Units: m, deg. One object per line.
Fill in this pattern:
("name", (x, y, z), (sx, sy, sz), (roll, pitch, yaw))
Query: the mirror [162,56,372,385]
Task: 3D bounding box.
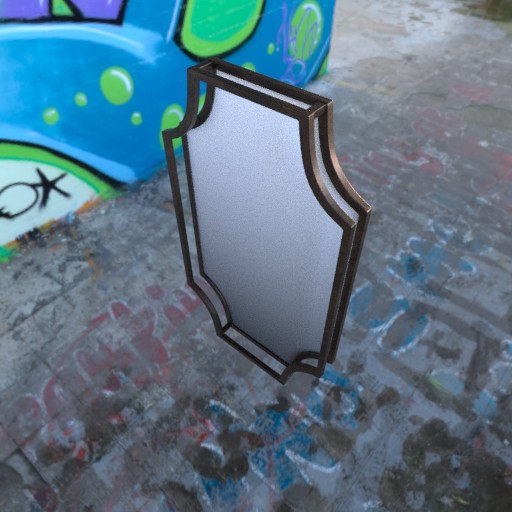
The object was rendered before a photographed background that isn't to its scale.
("mirror", (0.000, 0.000, 1.014), (0.462, 0.811, 0.066), (31, 53, 27))
